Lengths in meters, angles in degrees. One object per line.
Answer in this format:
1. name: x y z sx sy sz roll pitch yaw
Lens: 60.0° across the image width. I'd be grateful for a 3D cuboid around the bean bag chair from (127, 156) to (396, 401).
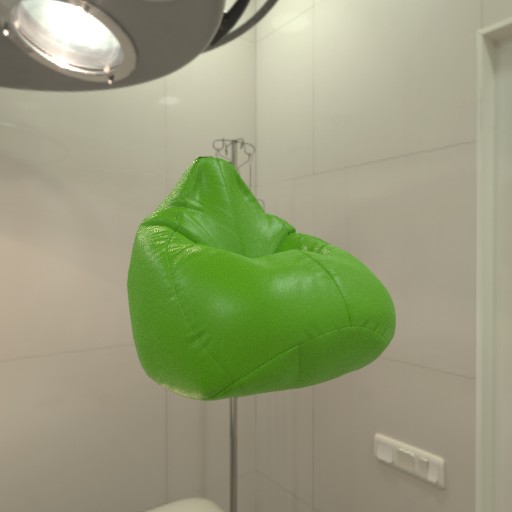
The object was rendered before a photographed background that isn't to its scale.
1. bean bag chair: 0.000 0.000 1.924 1.070 0.990 1.070 0 1 -37
